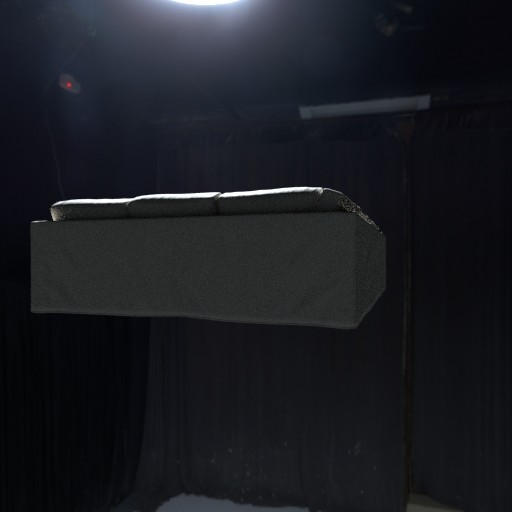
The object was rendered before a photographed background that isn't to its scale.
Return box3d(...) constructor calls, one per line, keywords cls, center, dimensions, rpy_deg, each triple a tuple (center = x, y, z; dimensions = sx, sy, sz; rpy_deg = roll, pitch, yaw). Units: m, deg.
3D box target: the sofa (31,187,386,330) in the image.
box3d(cls="sofa", center=(0.000, 0.000, 4.571), dimensions=(2.448, 0.882, 3.464), rpy_deg=(0, 0, 18))
